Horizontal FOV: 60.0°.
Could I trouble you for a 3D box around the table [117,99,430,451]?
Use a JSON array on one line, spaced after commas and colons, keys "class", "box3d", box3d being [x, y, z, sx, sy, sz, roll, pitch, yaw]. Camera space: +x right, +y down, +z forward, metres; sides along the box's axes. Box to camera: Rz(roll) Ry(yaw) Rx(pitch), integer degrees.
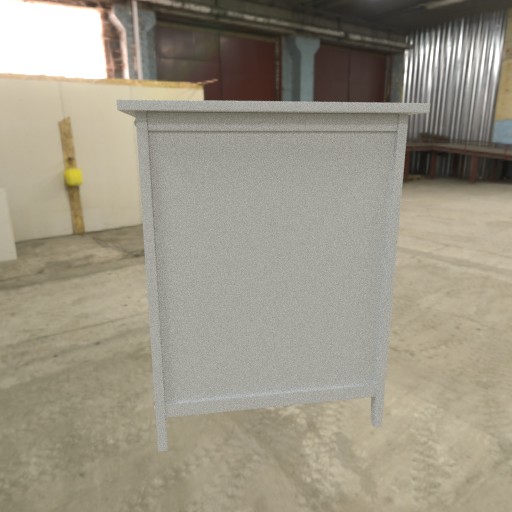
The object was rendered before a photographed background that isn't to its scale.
[{"class": "table", "box3d": [0.000, 0.000, 0.770, 0.381, 0.483, 0.381, -3, 15, -9]}]
